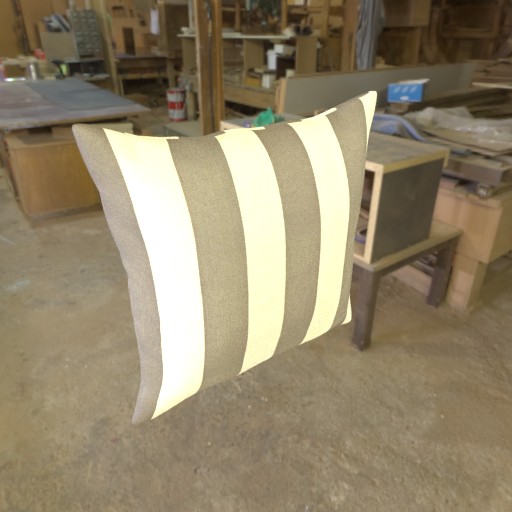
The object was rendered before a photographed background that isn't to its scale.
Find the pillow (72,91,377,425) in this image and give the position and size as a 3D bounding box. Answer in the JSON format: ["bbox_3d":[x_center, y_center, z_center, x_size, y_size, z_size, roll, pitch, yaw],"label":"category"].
[{"bbox_3d":[0.000,0.000,0.770,0.522,0.507,0.192,-18,33,-30],"label":"pillow"}]
